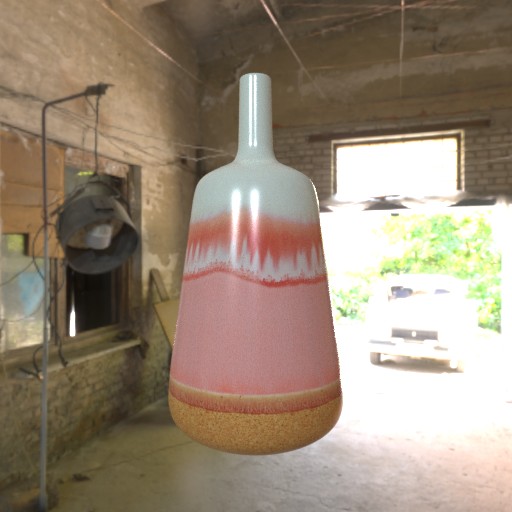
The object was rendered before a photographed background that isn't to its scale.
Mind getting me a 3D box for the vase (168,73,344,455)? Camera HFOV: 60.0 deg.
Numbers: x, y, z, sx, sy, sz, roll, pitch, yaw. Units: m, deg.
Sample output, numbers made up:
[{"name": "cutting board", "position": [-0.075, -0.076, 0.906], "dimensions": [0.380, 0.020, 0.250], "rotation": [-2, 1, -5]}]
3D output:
[{"name": "vase", "position": [0.000, 0.000, 0.371], "dimensions": [0.144, 0.296, 0.144], "rotation": [0, 1, 0]}]
